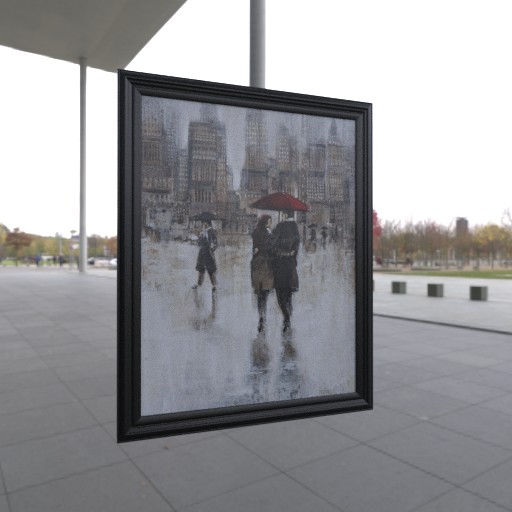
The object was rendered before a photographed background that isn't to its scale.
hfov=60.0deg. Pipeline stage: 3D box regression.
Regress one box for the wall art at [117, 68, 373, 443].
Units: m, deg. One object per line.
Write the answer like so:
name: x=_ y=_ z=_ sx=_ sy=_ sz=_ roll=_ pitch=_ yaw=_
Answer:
wall art: x=0.000 y=0.000 z=1.587 sx=0.950 sy=1.194 sz=0.053 roll=0 pitch=0 yaw=-19
